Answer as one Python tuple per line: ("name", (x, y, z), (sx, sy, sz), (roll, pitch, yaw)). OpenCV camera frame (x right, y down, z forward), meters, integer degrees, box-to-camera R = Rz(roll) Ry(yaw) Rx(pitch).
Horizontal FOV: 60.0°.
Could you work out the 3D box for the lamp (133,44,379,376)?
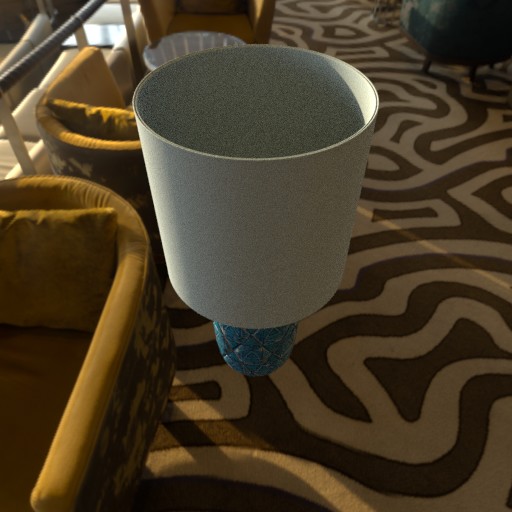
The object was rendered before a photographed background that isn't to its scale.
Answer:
("lamp", (0.000, 0.000, 0.488), (0.193, 0.377, 0.193), (3, 46, 3))
